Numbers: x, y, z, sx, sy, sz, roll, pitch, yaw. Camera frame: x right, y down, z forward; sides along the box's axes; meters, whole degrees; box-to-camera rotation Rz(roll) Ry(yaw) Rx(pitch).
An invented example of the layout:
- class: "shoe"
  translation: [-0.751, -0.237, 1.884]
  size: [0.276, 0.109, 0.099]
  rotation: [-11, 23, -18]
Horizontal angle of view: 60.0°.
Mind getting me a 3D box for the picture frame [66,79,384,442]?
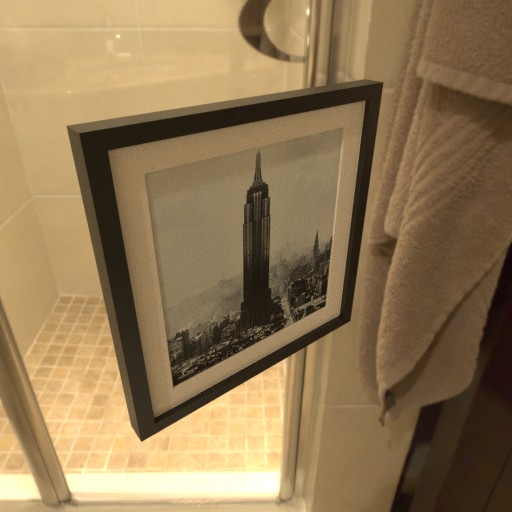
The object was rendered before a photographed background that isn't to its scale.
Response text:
- class: "picture frame"
  translation: [0.000, 0.000, 0.521]
  size: [0.355, 0.353, 0.029]
  rotation: [-22, 37, -32]
